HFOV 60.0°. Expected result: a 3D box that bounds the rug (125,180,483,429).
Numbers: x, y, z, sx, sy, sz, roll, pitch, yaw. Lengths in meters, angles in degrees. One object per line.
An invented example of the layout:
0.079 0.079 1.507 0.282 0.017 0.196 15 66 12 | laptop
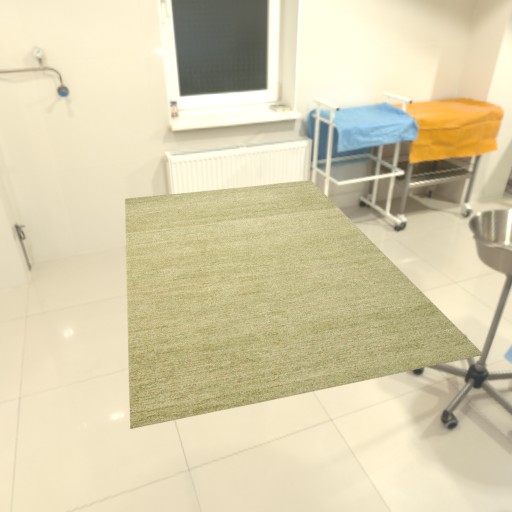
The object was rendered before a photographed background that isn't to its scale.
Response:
0.000 0.000 2.835 1.606 0.017 2.270 -8 32 -13 | rug
